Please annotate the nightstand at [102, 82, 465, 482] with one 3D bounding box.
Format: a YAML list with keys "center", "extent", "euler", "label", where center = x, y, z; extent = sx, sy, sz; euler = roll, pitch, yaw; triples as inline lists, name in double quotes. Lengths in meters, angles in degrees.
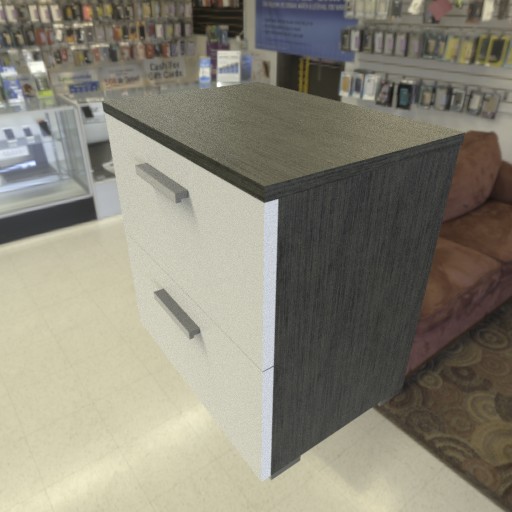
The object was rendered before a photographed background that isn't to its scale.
- center: [0.000, 0.000, 0.743]
  extent: [0.325, 0.460, 0.441]
  euler: [-20, 36, -30]
  label: "nightstand"
